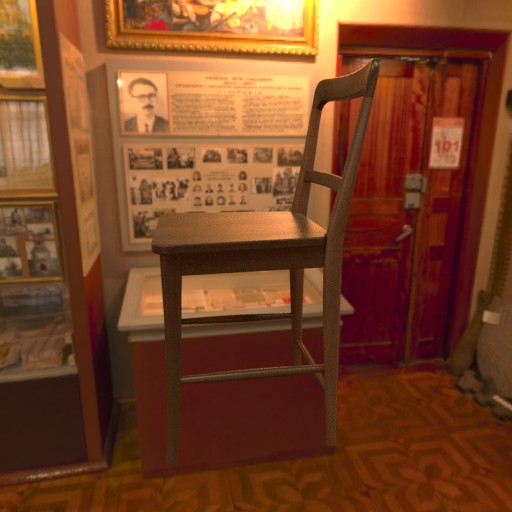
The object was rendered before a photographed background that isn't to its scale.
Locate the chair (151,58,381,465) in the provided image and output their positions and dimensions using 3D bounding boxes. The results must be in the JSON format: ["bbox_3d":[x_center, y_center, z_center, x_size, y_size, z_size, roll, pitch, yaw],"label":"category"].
[{"bbox_3d":[0.000,0.000,1.260,0.546,0.991,0.450,-2,15,-9],"label":"chair"}]
